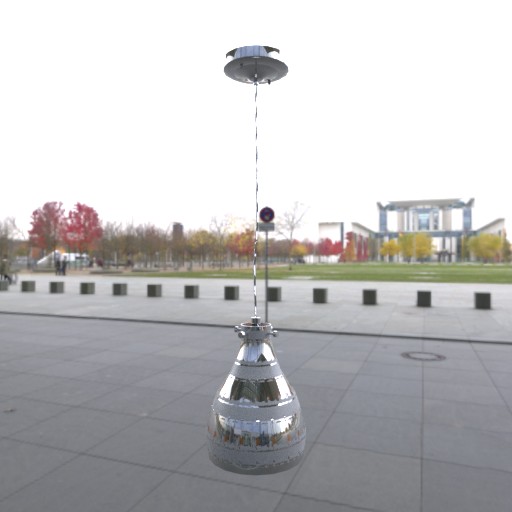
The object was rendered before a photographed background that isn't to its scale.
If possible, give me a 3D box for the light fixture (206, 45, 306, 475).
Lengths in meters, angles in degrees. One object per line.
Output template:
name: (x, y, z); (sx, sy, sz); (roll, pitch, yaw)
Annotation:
light fixture: (0.000, 0.000, 1.651); (0.374, 1.457, 0.374); (0, -1, 36)
